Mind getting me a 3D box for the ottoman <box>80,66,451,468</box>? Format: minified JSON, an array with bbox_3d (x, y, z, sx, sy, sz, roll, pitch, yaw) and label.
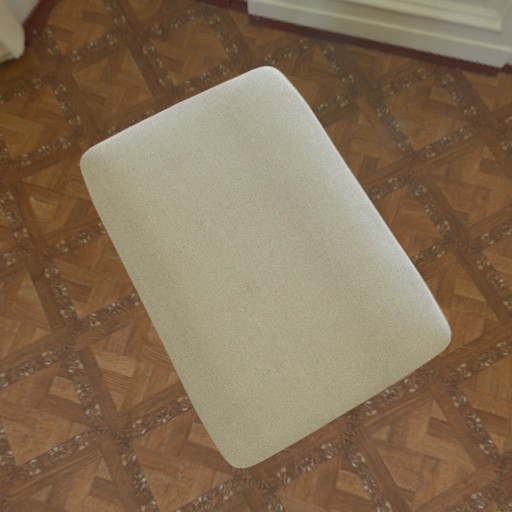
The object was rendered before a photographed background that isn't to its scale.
[{"bbox_3d":[0.000,0.000,1.349,0.686,0.453,0.984,-28,77,-7],"label":"ottoman"}]
